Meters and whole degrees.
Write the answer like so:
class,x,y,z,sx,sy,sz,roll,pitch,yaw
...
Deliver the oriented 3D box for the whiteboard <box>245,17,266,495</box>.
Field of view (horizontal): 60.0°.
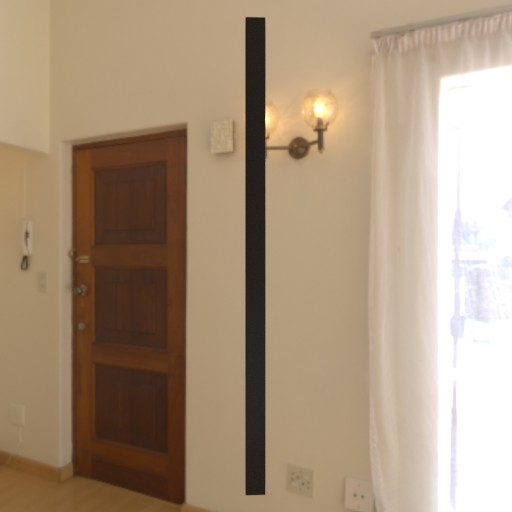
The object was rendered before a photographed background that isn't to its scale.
class,x,y,z,sx,sy,sz,roll,pitch,yaw
whiteboard,0.000,0.000,0.767,0.026,0.611,0.406,0,0,0
